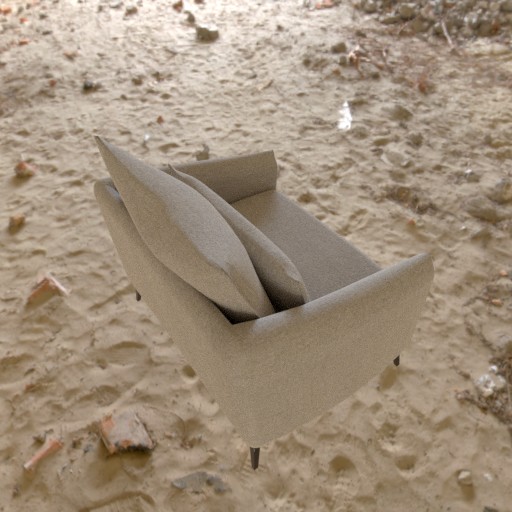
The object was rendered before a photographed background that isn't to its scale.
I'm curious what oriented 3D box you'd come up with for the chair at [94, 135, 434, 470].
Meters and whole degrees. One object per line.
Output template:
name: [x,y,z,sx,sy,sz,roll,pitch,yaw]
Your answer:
chair: [0.000,0.000,1.615,0.801,0.856,1.029,-25,47,-26]
